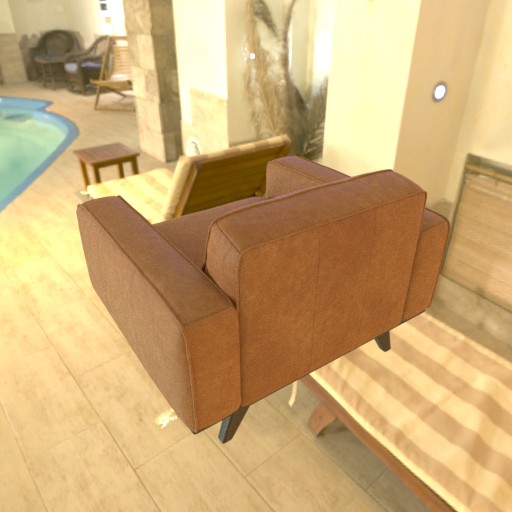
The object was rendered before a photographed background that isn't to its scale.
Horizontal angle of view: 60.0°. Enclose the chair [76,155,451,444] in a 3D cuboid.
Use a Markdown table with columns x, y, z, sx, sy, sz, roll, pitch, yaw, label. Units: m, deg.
| x | y | z | sx | sy | sz | roll | pitch | yaw | label |
| --- | --- | --- | --- | --- | --- | --- | --- | --- | --- |
| 0.000 | 0.000 | 1.752 | 1.118 | 0.782 | 0.952 | -19 | 35 | -29 | chair |
